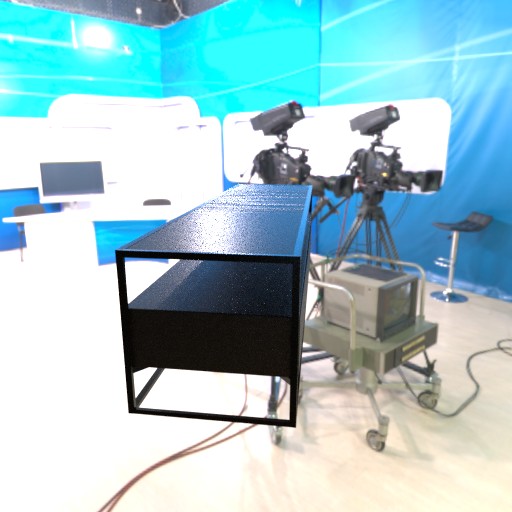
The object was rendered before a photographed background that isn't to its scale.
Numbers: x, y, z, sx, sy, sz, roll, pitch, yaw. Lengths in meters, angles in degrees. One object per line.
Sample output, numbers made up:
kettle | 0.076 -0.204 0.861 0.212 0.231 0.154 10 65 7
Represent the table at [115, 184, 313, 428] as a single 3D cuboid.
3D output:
table | 0.000 0.000 1.676 0.399 0.395 1.486 2 15 8
